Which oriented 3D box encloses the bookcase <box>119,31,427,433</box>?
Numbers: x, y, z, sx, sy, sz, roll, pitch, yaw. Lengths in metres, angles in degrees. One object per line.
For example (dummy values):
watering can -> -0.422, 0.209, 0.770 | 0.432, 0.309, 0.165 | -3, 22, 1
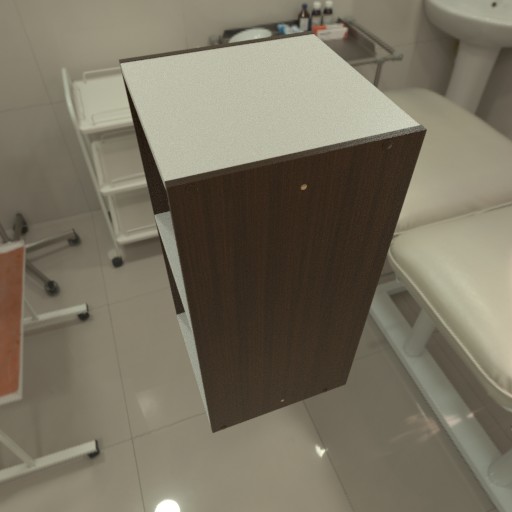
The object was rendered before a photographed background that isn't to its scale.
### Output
bookcase -> 0.000, 0.000, 0.766 | 0.290, 0.600, 0.300 | -15, 49, -14
